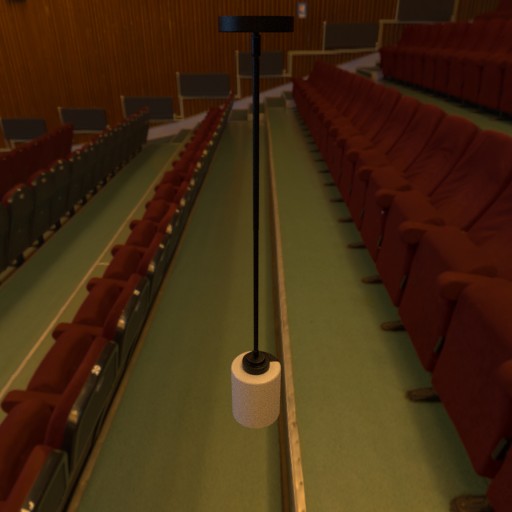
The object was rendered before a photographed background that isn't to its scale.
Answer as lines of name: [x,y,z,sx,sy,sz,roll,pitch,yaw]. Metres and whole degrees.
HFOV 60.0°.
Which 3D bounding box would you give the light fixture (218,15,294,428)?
light fixture: [0.000,0.000,0.908,0.123,0.863,0.123,0,27,0]
